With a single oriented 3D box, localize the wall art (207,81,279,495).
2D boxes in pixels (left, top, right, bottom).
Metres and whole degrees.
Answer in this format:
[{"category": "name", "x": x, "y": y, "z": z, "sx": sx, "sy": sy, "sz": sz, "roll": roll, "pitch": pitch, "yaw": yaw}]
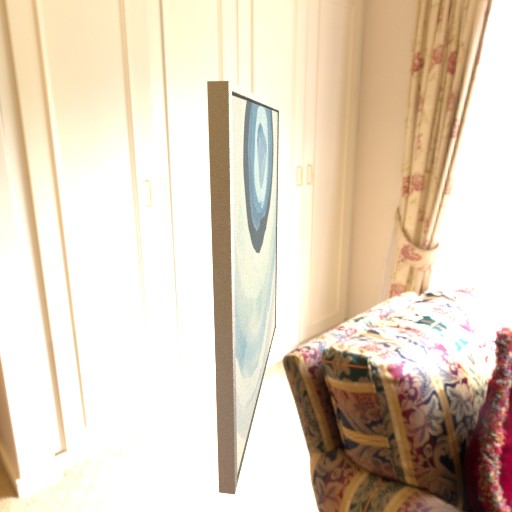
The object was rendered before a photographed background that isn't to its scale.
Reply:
[{"category": "wall art", "x": 0.000, "y": 0.000, "z": 1.201, "sx": 0.038, "sy": 0.807, "sz": 0.809, "roll": 2, "pitch": 16, "yaw": 8}]
